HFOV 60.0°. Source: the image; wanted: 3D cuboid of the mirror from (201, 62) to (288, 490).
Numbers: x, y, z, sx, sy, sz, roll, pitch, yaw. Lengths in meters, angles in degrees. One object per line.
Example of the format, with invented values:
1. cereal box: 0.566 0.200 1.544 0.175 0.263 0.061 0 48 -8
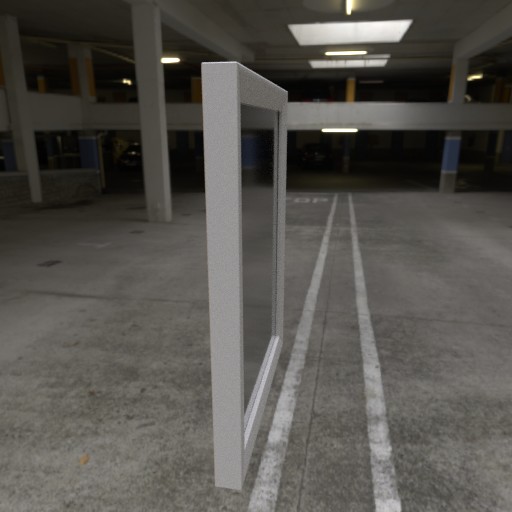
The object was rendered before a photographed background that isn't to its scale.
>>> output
1. mirror: 0.000 0.000 0.691 0.041 0.508 0.405 3 17 10
